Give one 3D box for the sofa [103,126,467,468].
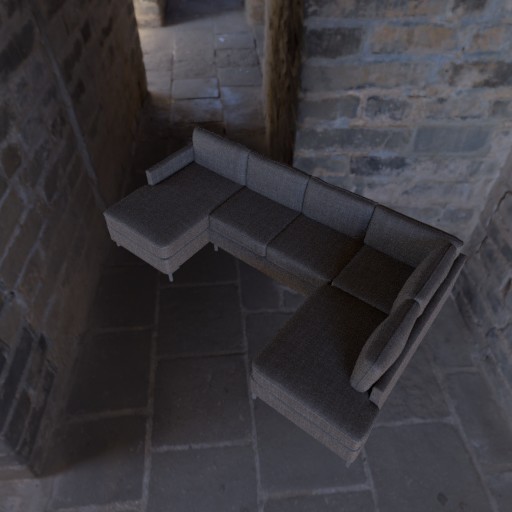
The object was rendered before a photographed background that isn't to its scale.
[{"bbox_3d":[0.000,0.000,4.380,3.423,0.999,2.048,29,53,25],"label":"sofa"}]
